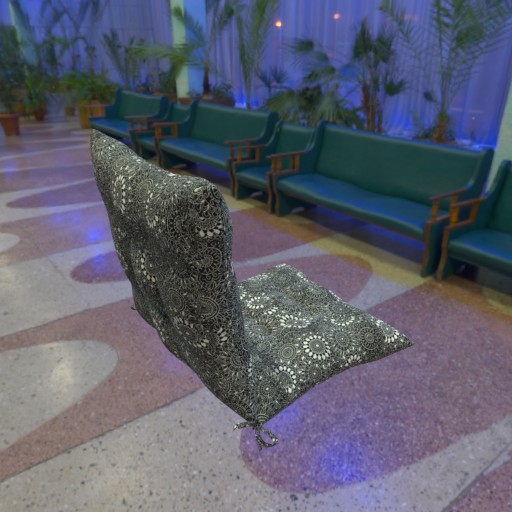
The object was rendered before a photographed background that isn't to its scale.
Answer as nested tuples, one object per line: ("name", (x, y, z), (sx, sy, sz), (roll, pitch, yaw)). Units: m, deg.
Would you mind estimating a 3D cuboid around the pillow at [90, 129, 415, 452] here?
("pillow", (0.000, 0.000, 0.996), (0.585, 0.536, 0.541), (-17, 31, -31))
